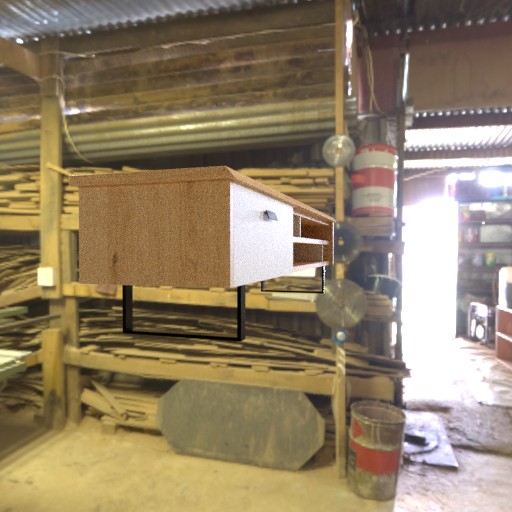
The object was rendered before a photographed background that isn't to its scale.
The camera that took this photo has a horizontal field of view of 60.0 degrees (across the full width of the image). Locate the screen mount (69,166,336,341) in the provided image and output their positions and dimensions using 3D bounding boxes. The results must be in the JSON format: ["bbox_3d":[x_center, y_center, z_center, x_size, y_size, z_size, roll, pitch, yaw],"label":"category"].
[{"bbox_3d":[0.000,0.000,1.870,0.450,0.430,1.700,0,1,18],"label":"screen mount"}]
